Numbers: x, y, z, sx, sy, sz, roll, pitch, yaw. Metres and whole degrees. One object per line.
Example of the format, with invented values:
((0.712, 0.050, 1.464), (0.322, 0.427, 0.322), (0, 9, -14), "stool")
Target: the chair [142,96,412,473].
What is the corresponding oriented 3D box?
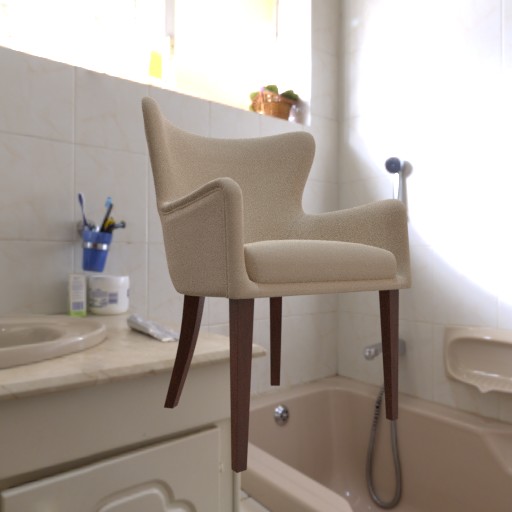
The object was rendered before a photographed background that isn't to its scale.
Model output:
((0.000, 0.000, 1.446), (0.696, 0.990, 0.744), (0, -1, -36), "chair")
